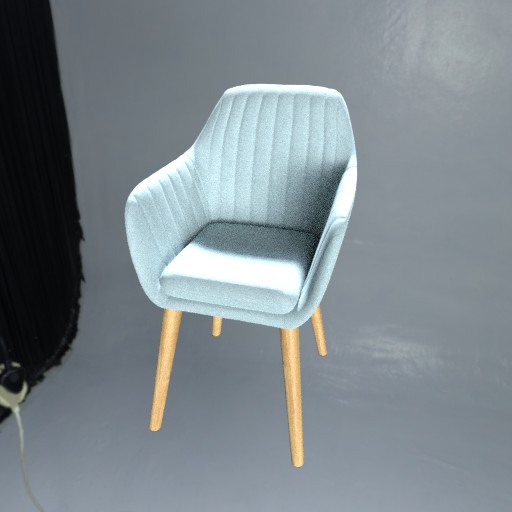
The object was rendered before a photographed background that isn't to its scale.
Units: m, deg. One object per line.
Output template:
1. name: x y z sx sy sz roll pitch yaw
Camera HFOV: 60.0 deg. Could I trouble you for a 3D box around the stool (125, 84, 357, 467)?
1. stool: 0.000 0.000 1.211 0.503 0.830 0.590 7 27 15
